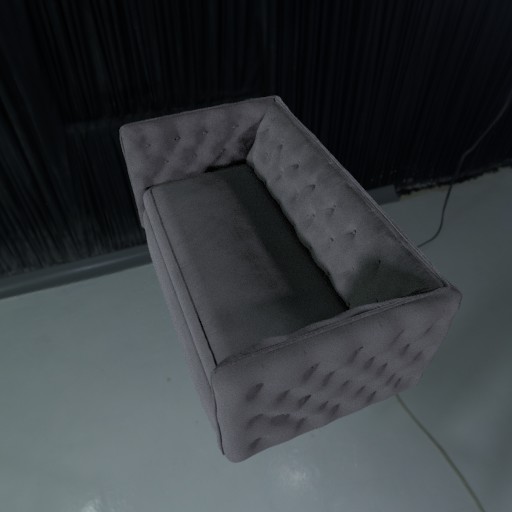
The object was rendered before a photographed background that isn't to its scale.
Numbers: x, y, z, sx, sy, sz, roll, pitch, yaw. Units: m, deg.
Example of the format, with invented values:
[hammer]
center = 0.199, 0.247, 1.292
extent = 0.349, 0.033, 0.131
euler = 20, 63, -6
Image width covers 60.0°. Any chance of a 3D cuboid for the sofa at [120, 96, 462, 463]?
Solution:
[sofa]
center = 0.000, 0.000, 2.126
extent = 0.909, 0.810, 1.583
euler = -17, 49, -15
